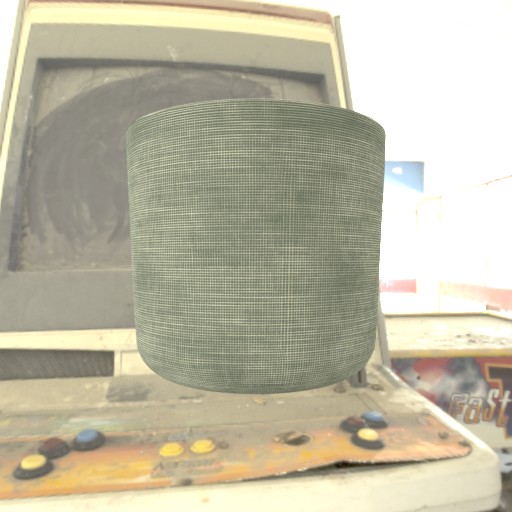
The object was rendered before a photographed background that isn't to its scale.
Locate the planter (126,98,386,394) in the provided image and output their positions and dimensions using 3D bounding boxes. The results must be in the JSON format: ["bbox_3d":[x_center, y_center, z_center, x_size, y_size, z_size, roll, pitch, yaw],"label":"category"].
[{"bbox_3d":[0.000,0.000,0.780,0.440,0.398,0.440,0,0,0],"label":"planter"}]
